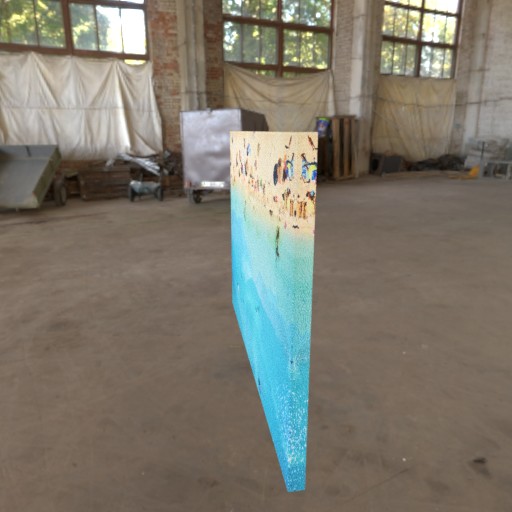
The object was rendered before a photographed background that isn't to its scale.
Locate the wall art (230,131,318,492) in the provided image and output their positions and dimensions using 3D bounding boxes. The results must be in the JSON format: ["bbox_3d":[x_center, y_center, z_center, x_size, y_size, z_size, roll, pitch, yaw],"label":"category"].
[{"bbox_3d":[0.000,0.000,1.419,0.040,0.769,1.136,-3,16,-9],"label":"wall art"}]
